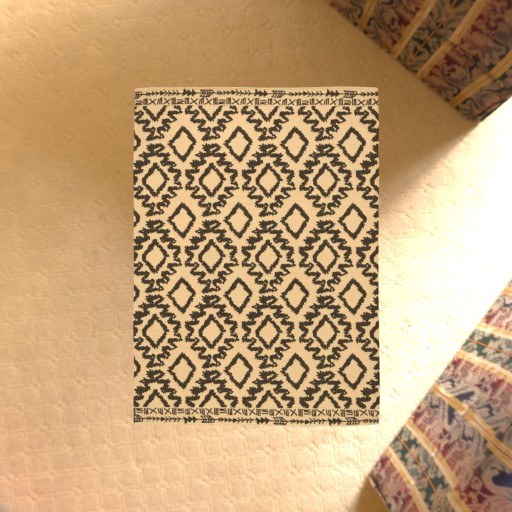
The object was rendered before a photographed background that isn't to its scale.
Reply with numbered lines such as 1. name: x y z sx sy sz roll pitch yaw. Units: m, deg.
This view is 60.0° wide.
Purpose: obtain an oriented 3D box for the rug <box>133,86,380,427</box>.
1. rug: 0.000 0.000 4.393 2.444 0.036 3.369 0 89 0
